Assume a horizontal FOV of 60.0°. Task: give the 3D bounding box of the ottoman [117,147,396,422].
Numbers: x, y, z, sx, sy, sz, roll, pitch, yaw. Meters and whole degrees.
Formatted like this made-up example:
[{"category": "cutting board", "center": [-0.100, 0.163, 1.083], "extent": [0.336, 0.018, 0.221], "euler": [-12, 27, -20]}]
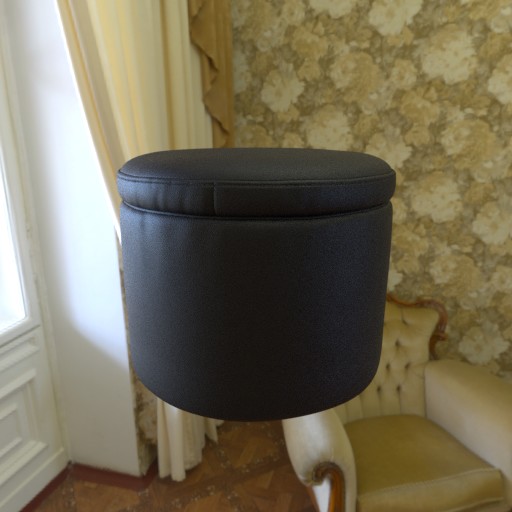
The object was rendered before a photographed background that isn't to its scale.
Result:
[{"category": "ottoman", "center": [0.000, 0.000, 0.870], "extent": [0.501, 0.409, 0.501], "euler": [0, 16, 0]}]
